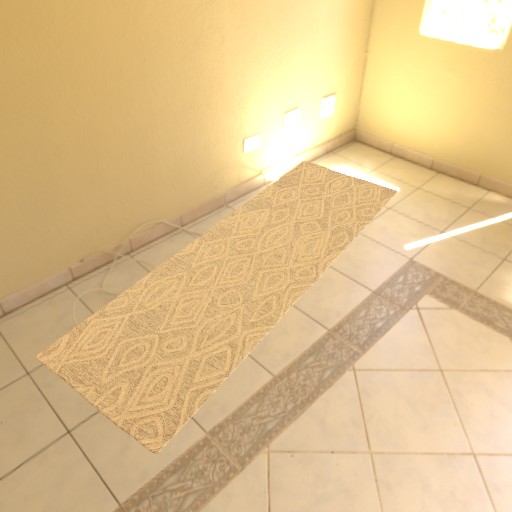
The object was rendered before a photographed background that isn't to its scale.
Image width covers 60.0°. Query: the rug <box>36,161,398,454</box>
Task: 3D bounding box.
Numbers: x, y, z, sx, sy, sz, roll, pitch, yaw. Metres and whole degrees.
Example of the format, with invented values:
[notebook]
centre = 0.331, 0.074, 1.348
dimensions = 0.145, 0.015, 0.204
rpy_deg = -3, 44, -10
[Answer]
[rug]
centre = 0.000, 0.000, 2.653
dimensions = 0.807, 0.013, 2.436
rpy_deg = 25, 45, 27
